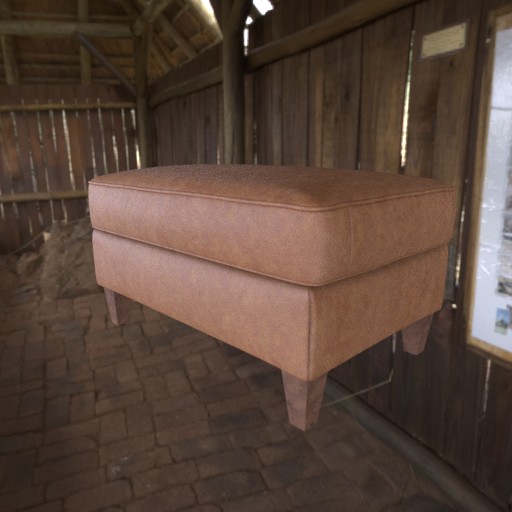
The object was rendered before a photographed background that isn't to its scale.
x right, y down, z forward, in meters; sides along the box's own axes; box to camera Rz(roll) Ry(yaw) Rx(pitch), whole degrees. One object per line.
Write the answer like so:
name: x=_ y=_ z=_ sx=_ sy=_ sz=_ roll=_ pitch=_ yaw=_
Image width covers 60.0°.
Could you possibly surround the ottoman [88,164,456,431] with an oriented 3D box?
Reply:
ottoman: x=0.000 y=0.000 z=1.207 sx=0.584 sy=0.483 sz=0.864 roll=-13 pitch=19 yaw=-43
